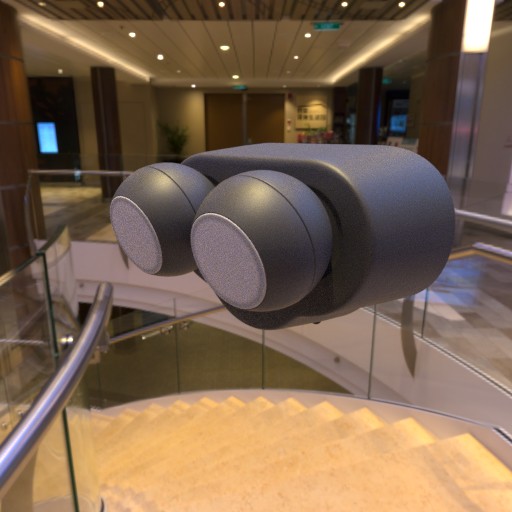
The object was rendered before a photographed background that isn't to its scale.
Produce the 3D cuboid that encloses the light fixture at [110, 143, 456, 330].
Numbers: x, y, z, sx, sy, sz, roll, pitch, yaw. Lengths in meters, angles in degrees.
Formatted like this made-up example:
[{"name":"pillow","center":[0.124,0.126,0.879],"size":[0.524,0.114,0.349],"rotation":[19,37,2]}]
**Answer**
[{"name":"light fixture","center":[0.000,0.000,0.331],"size":[0.229,0.159,0.159],"rotation":[15,21,42]}]
